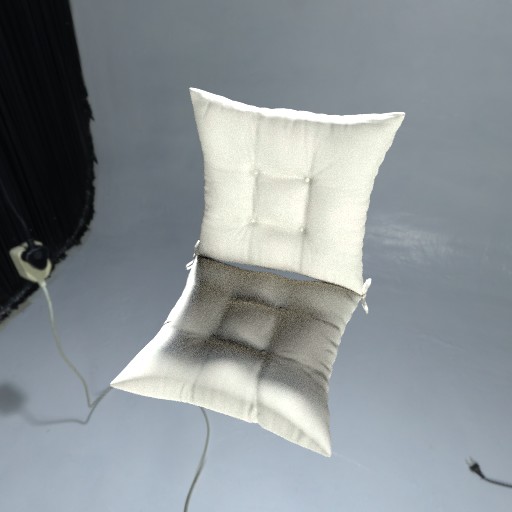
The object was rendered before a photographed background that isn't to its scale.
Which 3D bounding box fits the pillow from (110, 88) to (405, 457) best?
[{"bbox_3d":[0.000,0.000,0.998,0.541,0.536,0.585,12,42,14],"label":"pillow"}]
